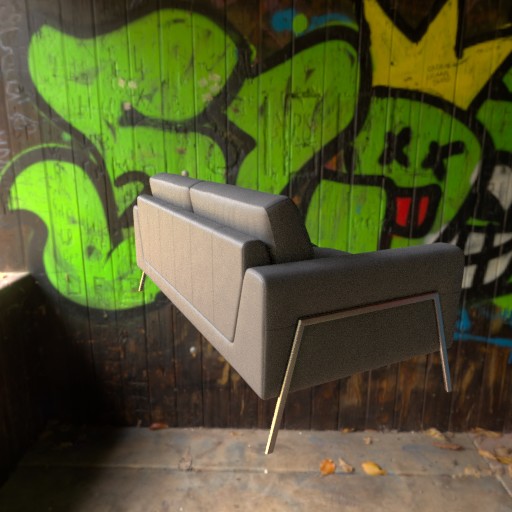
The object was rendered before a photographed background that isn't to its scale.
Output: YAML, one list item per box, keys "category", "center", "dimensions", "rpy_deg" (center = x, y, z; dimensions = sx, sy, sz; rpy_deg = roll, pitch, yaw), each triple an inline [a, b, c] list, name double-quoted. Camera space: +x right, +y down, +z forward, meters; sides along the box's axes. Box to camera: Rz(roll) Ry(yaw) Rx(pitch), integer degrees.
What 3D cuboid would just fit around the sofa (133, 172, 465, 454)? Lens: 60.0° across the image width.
- category: "sofa"
  center: [0.000, 0.000, 2.516]
  dimensions: [0.953, 0.875, 2.017]
  rpy_deg: [-7, 16, -26]
